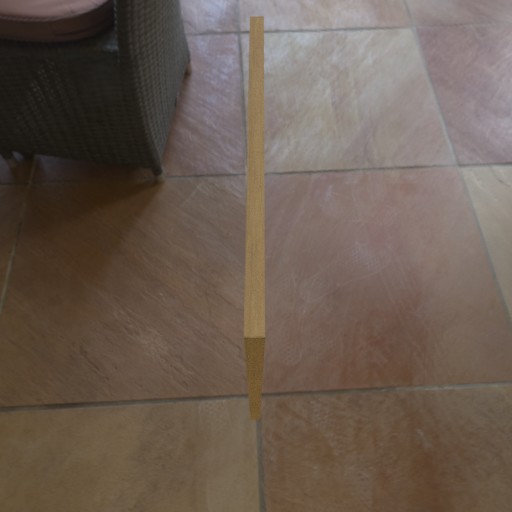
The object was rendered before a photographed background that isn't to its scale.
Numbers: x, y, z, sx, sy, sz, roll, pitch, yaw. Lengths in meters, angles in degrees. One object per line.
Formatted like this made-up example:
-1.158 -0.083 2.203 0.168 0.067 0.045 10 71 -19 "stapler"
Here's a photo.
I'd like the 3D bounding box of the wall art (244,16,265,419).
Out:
0.000 0.000 0.760 0.020 0.561 0.460 0 63 0 "wall art"
